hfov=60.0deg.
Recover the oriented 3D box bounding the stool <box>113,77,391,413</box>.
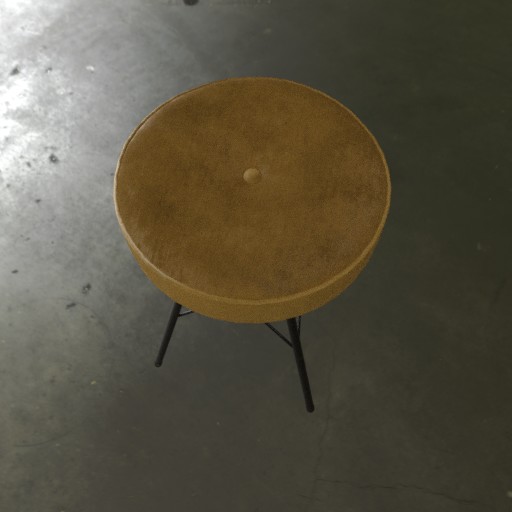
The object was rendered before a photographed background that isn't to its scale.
[{"bbox_3d":[0.000,0.000,0.933,0.438,0.595,0.472,16,64,8],"label":"stool"}]
